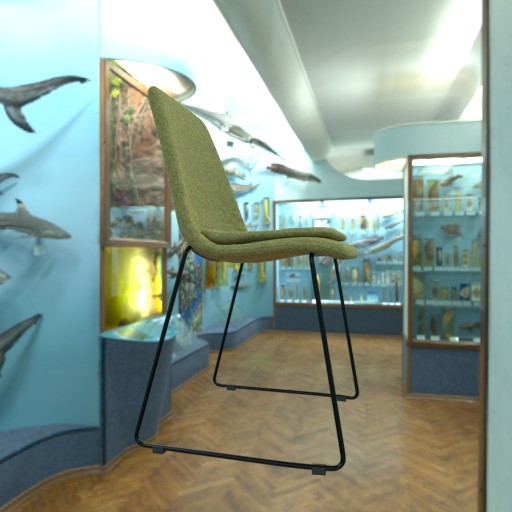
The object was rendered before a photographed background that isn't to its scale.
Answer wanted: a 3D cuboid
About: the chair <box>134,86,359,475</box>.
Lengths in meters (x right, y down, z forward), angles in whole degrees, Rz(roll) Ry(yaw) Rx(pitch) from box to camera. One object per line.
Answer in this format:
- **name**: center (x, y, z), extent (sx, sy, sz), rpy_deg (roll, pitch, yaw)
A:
- **chair**: center (0.000, 0.000, 1.139), extent (0.496, 0.849, 0.479), rpy_deg (0, 0, 16)
